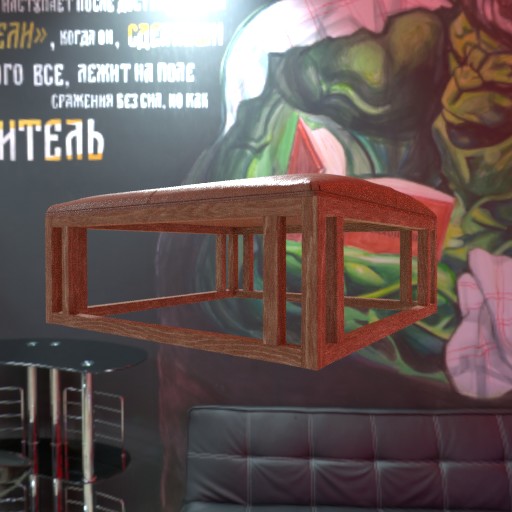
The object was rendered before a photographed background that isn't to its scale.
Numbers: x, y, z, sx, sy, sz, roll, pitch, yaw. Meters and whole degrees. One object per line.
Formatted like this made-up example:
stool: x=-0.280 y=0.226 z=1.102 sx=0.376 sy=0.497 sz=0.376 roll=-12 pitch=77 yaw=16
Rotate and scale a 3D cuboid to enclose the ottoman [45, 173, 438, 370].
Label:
ottoman: x=0.000 y=0.000 z=1.598 sx=1.016 sy=0.442 sz=1.013 roll=1 pitch=1 yaw=35
